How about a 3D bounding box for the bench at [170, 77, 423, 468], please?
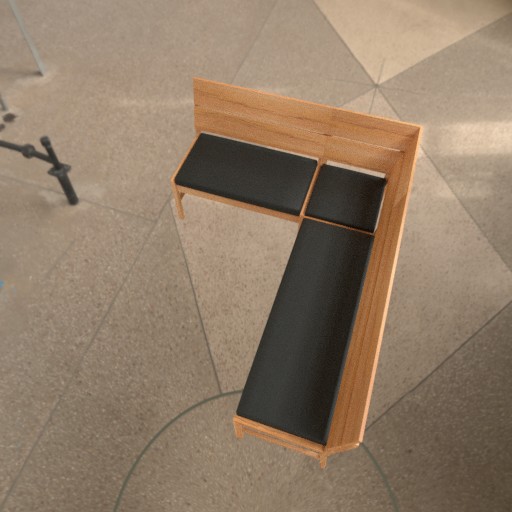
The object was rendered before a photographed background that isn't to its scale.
[{"bbox_3d":[0.000,0.000,2.771,1.548,0.890,1.948,16,59,10],"label":"bench"}]
